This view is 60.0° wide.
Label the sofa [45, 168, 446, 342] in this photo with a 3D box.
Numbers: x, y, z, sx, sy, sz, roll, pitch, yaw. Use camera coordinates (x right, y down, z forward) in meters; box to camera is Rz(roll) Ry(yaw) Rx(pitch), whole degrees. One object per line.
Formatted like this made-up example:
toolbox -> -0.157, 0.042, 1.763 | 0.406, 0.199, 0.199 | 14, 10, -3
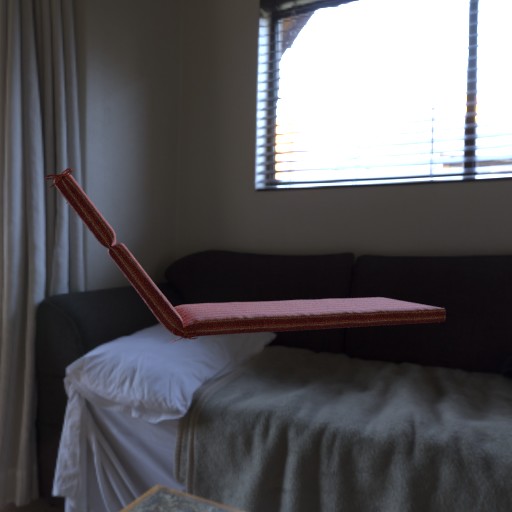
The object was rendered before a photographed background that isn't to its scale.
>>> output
sofa -> 0.000, 0.000, 2.002 | 1.663, 0.622, 0.582 | 0, 1, -18
